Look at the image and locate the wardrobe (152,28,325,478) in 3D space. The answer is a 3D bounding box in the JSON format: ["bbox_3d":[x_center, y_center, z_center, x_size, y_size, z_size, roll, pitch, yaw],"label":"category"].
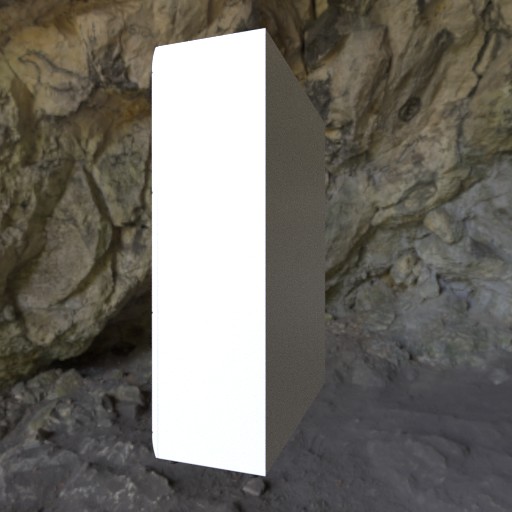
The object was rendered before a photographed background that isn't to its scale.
[{"bbox_3d":[0.000,0.000,1.650,0.360,1.200,0.900,0,0,19],"label":"wardrobe"}]
